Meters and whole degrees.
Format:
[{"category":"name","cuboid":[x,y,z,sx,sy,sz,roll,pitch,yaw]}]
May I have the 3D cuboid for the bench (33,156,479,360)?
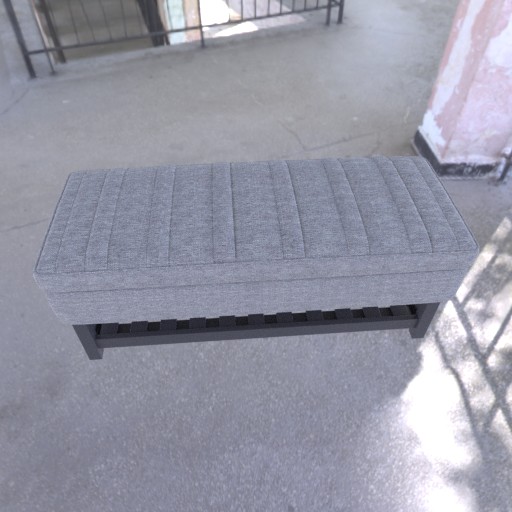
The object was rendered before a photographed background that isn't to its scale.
[{"category":"bench","cuboid":[0.000,0.000,1.333,1.100,0.470,0.429,-3,46,-3]}]
